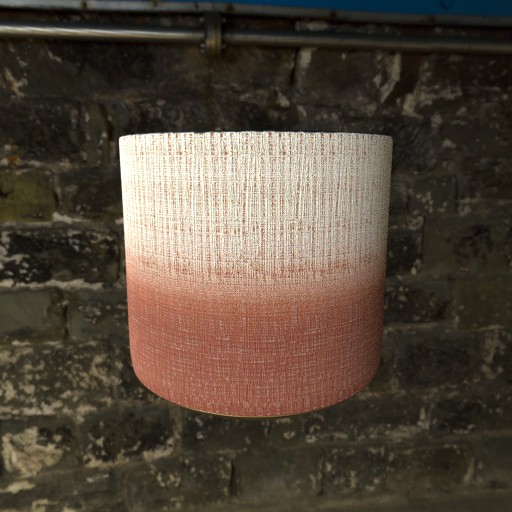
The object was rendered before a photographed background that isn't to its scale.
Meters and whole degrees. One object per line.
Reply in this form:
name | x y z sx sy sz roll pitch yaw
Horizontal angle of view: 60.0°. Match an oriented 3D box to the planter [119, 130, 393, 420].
planter | 0.000 0.000 0.388 0.221 0.201 0.221 0 13 0
